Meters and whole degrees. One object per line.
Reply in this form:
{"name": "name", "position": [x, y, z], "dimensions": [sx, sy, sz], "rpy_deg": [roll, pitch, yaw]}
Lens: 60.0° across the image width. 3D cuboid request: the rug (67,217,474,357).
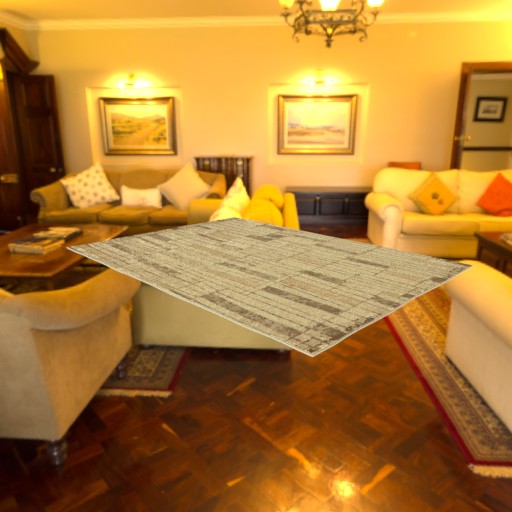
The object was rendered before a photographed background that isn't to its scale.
{"name": "rug", "position": [0.000, 0.000, 4.473], "dimensions": [2.449, 0.019, 3.357], "rpy_deg": [-15, 22, -43]}
